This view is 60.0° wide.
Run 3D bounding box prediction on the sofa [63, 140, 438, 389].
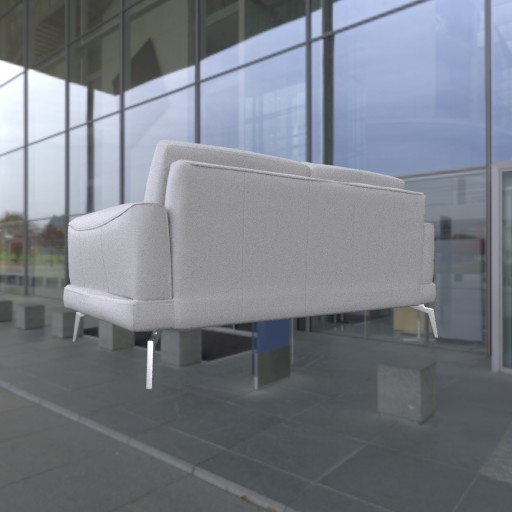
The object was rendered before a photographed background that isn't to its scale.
[{"bbox_3d":[0.000,0.000,2.444,1.819,0.930,1.121,0,0,-35],"label":"sofa"}]
